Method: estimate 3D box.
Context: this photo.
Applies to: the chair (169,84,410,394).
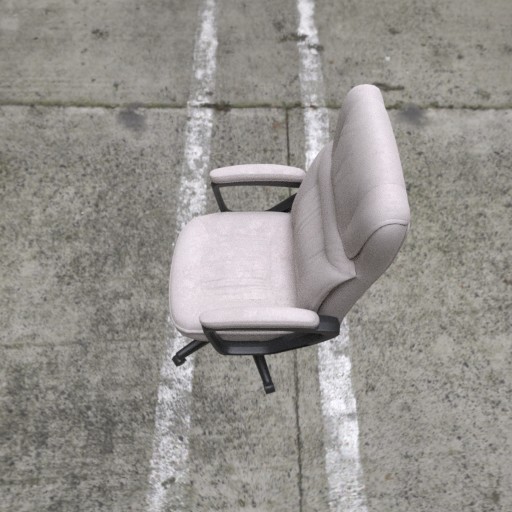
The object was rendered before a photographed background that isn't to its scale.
[{"bbox_3d":[0.000,0.000,1.551,0.724,1.105,0.667,0,57,0],"label":"chair"}]
